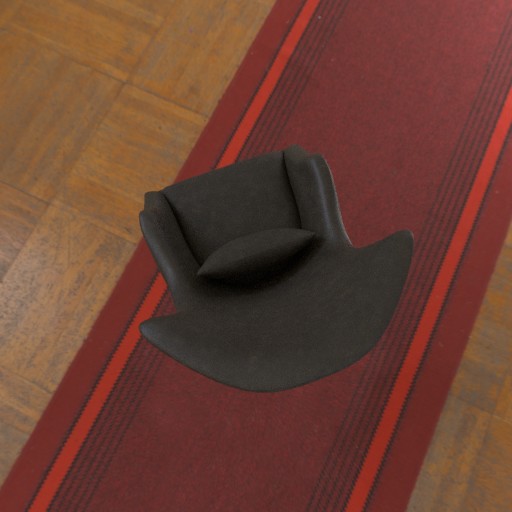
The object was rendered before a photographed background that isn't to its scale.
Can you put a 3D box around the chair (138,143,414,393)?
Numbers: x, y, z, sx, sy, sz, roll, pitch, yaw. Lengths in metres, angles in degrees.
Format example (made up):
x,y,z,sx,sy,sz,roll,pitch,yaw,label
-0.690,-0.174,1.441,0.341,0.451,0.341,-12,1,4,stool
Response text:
x,y,z,sx,sy,sz,roll,pitch,yaw,label
0.000,0.000,1.748,0.819,1.068,0.954,-19,78,-4,chair
